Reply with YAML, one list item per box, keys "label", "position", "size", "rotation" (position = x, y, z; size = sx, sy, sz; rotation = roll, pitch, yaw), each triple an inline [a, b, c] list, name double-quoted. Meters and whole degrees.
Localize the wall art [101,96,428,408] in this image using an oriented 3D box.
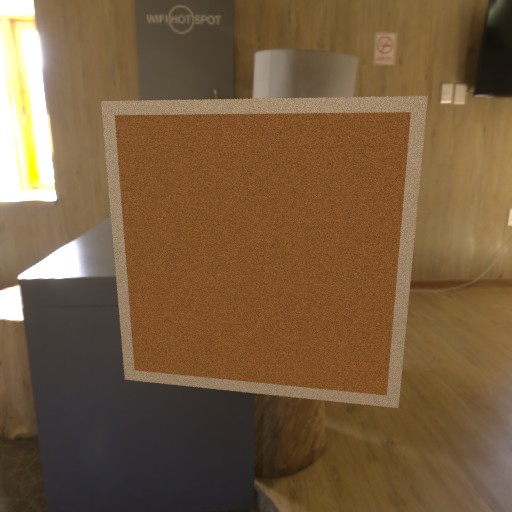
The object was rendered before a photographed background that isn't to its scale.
- label: "wall art"
  position: [0.000, 0.000, 0.762]
  size: [0.507, 0.508, 0.038]
  rotation: [3, 15, 10]
